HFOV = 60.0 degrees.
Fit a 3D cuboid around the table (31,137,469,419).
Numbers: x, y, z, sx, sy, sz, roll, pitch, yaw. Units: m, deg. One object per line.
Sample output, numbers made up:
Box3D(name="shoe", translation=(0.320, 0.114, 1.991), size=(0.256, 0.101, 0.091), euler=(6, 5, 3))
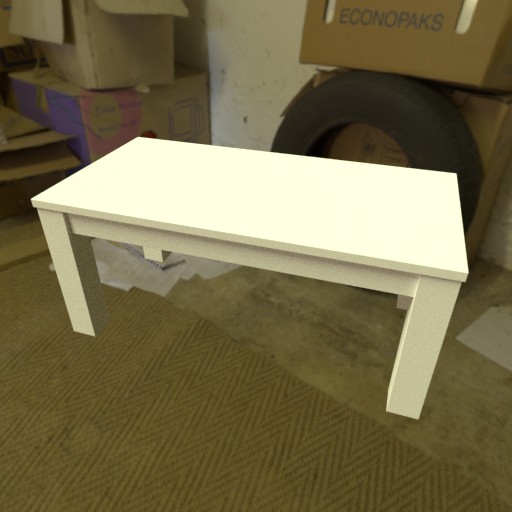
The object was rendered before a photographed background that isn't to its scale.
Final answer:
Box3D(name="table", translation=(0.000, 0.000, 2.295), size=(1.800, 0.790, 0.900), euler=(10, 34, 15))
